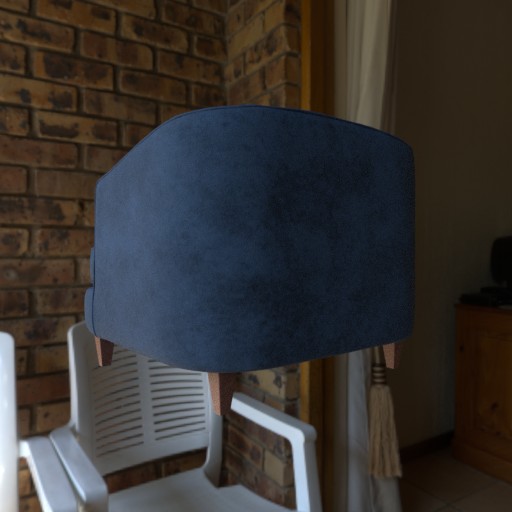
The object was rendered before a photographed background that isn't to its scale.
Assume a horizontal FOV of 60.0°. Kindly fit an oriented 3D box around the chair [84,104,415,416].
[{"bbox_3d":[0.000,0.000,1.733,1.094,0.852,0.940,-1,1,-38],"label":"chair"}]
